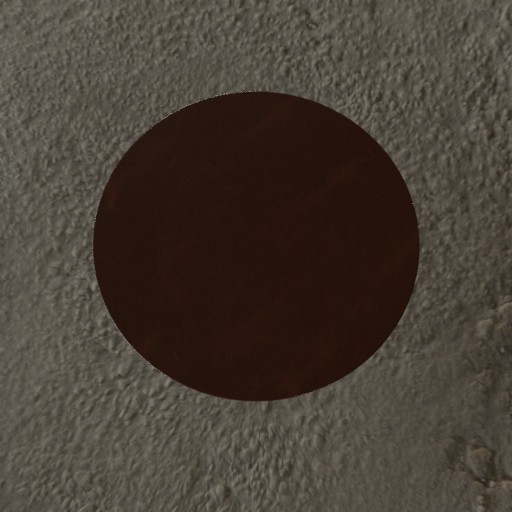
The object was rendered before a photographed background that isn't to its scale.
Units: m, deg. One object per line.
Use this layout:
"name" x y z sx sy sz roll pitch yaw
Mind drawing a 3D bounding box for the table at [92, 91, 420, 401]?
"table" 0.000 0.000 1.482 0.911 0.512 0.911 0 73 0
